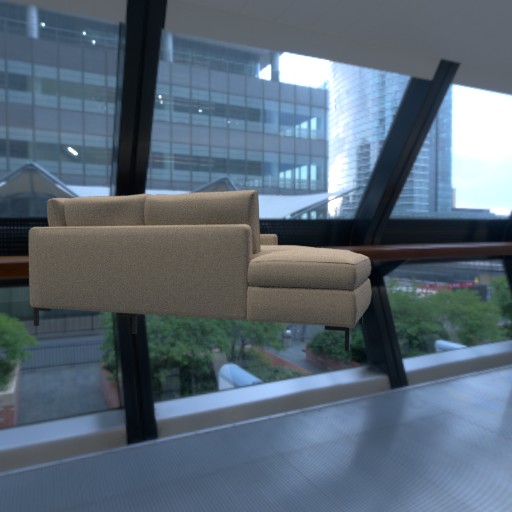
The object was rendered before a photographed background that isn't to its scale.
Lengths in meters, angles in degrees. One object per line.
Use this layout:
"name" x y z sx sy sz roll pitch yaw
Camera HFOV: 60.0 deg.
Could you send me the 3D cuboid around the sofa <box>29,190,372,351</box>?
"sofa" 0.000 0.000 3.519 1.879 0.756 2.737 1 2 19
